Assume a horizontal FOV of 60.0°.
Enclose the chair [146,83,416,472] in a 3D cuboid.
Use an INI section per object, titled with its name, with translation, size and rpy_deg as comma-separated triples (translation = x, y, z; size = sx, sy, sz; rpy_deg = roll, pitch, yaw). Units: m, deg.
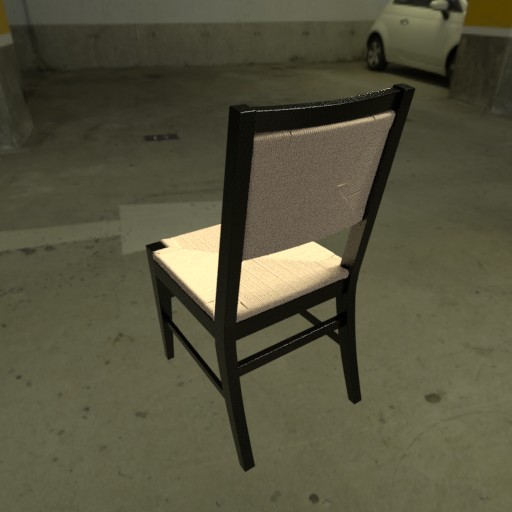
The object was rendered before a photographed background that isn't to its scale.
[chair]
translation = 0.000, 0.000, 1.233
size = 0.437, 0.927, 0.552
rpy_deg = -19, 34, -29
